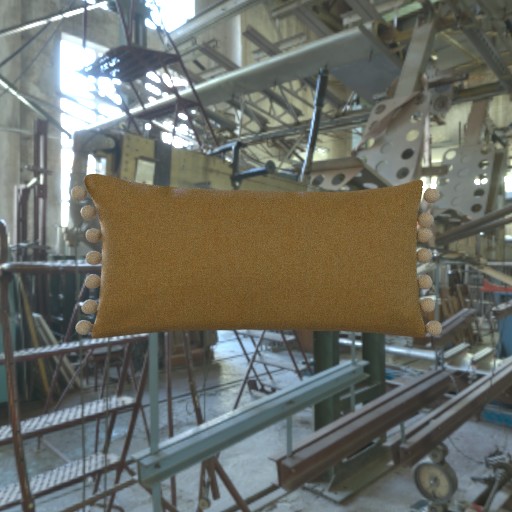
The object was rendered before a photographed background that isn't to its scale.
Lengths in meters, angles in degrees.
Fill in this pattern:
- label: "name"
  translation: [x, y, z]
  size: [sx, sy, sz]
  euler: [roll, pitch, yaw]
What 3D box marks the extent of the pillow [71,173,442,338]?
- label: "pillow"
  translation: [0.000, 0.000, 0.862]
  size: [0.709, 0.322, 0.201]
  euler: [0, 0, 1]
